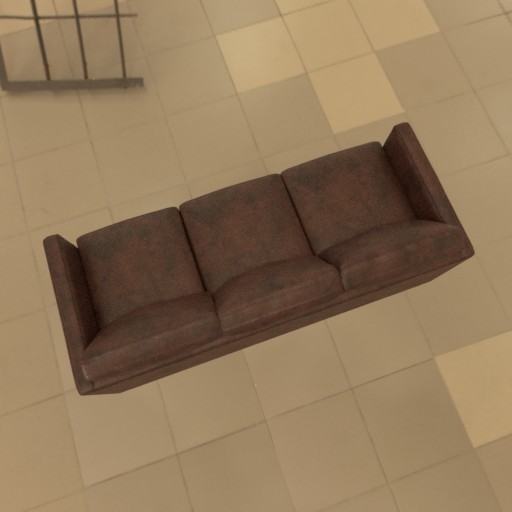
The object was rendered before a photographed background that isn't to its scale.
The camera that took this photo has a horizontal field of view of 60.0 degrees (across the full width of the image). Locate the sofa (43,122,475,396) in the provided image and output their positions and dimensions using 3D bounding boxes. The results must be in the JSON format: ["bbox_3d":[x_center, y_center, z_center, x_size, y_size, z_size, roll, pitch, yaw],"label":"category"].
[{"bbox_3d":[0.000,0.000,2.978,2.464,1.006,1.045,-19,75,-5],"label":"sofa"}]
